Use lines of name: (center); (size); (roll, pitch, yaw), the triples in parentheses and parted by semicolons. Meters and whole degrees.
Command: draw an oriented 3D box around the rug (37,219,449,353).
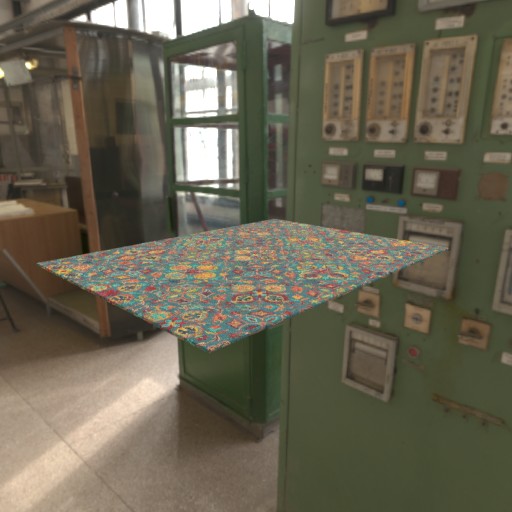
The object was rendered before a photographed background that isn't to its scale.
rug: (0.000, 0.000, 4.288); (2.434, 0.025, 3.204); (14, 20, 43)
